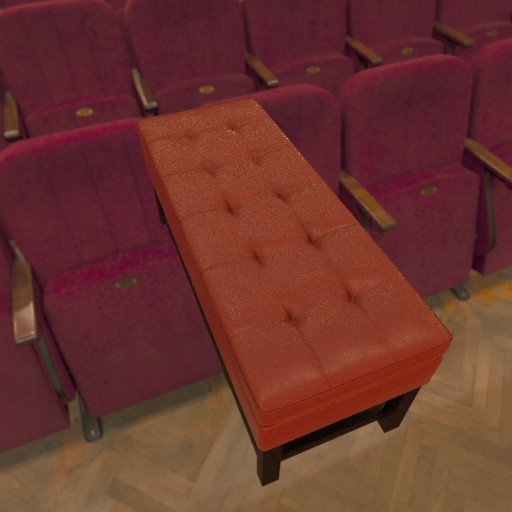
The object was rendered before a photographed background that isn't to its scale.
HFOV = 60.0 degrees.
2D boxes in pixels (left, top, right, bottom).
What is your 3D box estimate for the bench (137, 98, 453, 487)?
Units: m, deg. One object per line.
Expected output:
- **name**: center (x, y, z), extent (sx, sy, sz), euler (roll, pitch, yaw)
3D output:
- **bench**: center (0.000, 0.000, 1.332), extent (0.432, 0.460, 1.105), euler (-16, 49, -15)
